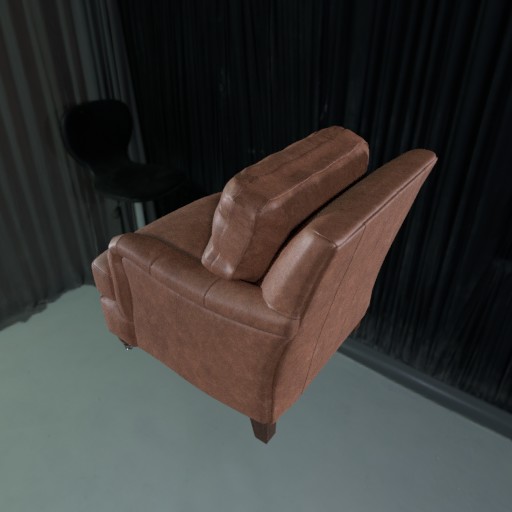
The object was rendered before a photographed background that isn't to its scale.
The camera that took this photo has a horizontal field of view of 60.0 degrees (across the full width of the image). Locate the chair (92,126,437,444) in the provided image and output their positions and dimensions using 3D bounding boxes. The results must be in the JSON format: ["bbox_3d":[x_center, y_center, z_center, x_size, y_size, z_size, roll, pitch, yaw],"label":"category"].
[{"bbox_3d":[0.000,0.000,1.969,1.158,1.055,0.986,21,37,30],"label":"chair"}]
